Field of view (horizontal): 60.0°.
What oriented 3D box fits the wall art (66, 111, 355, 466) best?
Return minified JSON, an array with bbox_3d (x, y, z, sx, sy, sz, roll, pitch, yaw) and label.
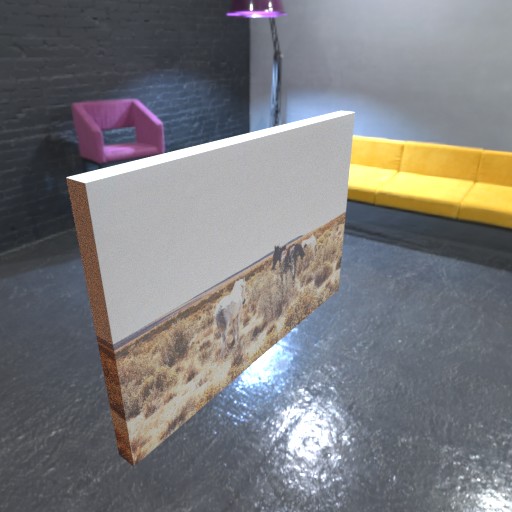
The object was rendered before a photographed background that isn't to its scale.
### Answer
[{"bbox_3d":[0.000,0.000,1.134,0.050,0.610,0.914,18,31,33],"label":"wall art"}]
